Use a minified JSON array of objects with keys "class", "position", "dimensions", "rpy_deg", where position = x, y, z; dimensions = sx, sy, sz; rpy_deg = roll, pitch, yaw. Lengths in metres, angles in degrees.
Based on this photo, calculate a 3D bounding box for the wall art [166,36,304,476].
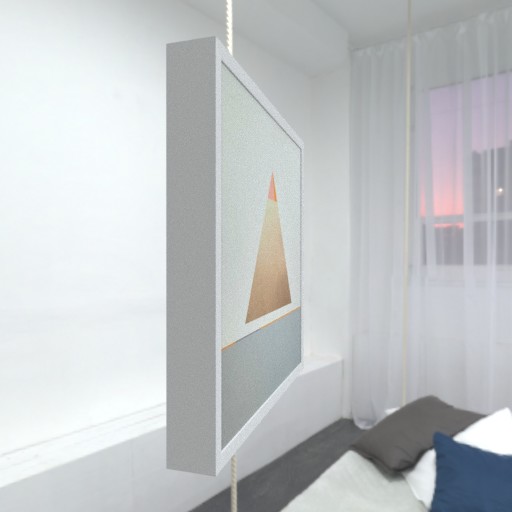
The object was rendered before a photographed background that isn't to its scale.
[{"class":"wall art","position":[0.000,0.000,0.457],"dimensions":[0.038,0.304,0.305],"rpy_deg":[0,0,18]}]
